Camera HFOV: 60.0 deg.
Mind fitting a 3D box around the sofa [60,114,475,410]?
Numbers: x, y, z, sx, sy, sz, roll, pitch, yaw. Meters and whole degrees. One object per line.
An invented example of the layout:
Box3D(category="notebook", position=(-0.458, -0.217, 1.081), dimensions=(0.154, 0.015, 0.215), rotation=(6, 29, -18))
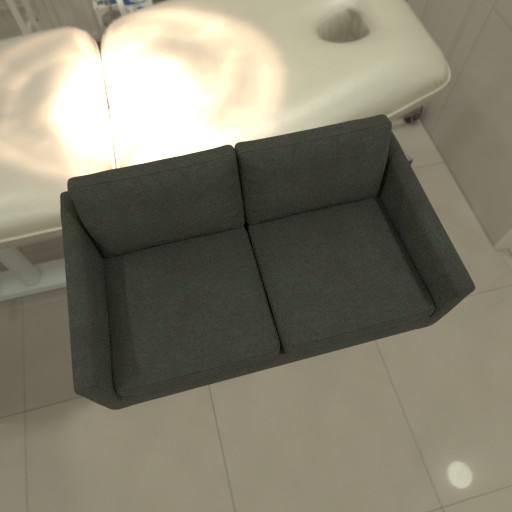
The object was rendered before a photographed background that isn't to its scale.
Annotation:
Box3D(category="sofa", position=(0.000, 0.000, 2.424), dimensions=(1.909, 0.845, 1.091), rotation=(-13, 63, -7))
